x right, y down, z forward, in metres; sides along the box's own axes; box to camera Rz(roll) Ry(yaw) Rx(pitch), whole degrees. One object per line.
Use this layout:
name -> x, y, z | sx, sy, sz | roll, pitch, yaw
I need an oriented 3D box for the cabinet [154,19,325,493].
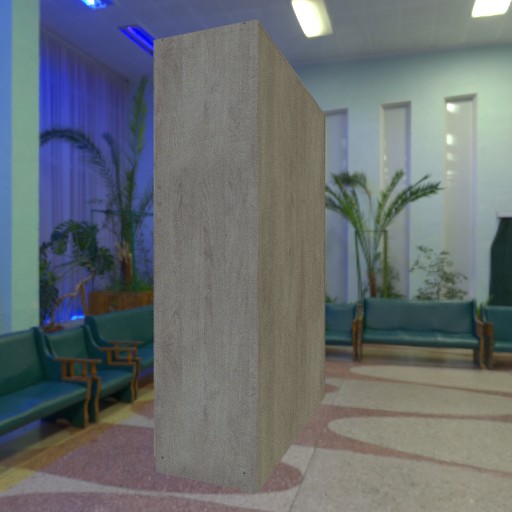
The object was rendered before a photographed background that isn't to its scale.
cabinet -> 0.000, 0.000, 2.480 | 0.510, 1.910, 1.290 | 0, 0, 21
